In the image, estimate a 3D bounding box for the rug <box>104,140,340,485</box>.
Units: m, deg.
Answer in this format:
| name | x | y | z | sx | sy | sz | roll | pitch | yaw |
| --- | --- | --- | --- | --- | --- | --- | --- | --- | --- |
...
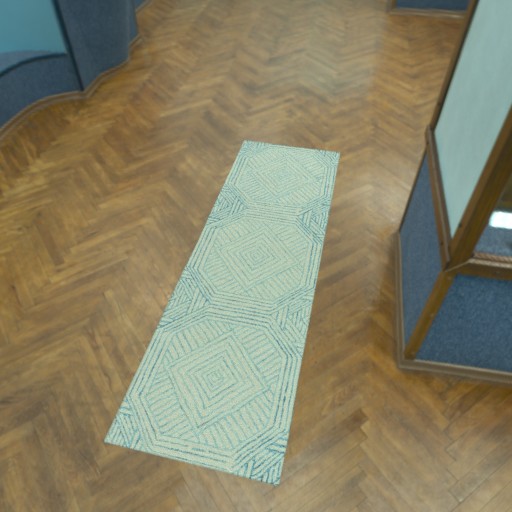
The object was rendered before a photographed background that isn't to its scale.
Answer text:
| name | x | y | z | sx | sy | sz | roll | pitch | yaw |
| --- | --- | --- | --- | --- | --- | --- | --- | --- | --- |
| rug | 0.000 | 0.000 | 2.671 | 0.775 | 0.012 | 2.452 | 10 | 47 | 9 |
